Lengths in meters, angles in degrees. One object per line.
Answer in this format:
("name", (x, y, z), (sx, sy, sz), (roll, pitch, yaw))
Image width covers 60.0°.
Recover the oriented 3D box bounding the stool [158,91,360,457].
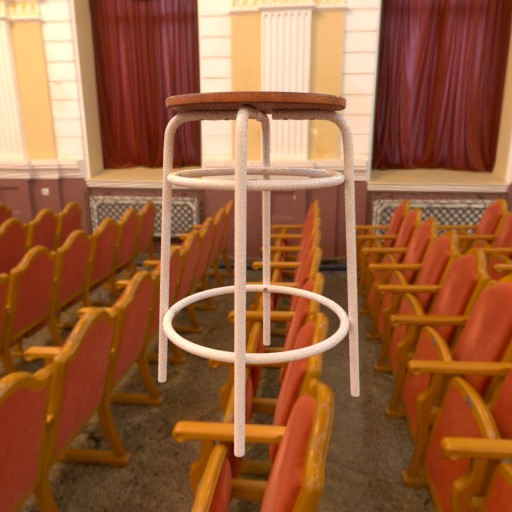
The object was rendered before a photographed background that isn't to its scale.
("stool", (0.000, 0.000, 0.917), (0.455, 0.610, 0.455), (2, 15, 7))
